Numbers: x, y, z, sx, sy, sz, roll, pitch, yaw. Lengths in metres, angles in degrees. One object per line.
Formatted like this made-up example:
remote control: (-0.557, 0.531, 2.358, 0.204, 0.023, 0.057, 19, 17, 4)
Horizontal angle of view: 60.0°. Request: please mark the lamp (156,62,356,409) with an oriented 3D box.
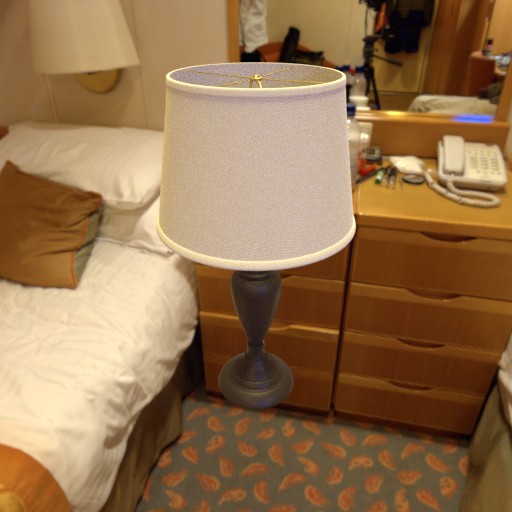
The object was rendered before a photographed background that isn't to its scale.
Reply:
lamp: (0.000, 0.000, 0.795, 0.335, 0.611, 0.335, 0, 30, 0)
